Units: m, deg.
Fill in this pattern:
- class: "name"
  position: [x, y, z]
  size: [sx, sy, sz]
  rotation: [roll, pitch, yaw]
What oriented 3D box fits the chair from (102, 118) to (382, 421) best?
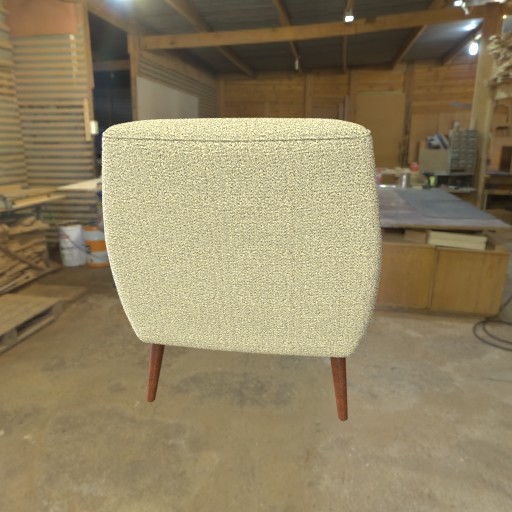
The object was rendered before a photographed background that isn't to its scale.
- class: "chair"
  position: [0.000, 0.000, 1.452]
  size: [0.762, 0.838, 0.787]
  rotation: [2, 15, 9]
